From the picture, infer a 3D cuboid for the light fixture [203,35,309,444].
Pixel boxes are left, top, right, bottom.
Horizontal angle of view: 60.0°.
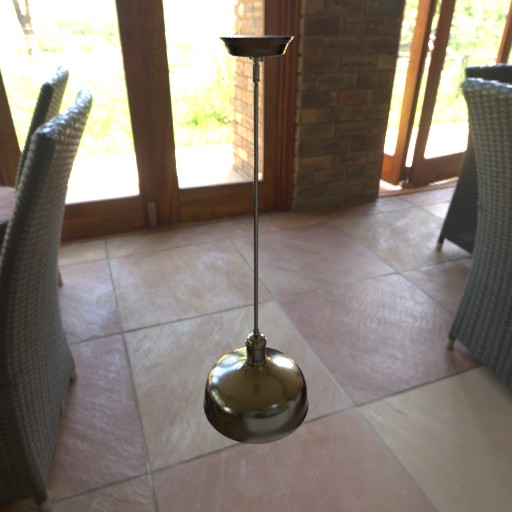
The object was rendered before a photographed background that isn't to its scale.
[{"bbox_3d":[0.000,0.000,1.053,0.299,0.935,0.299,-9,29,-16],"label":"light fixture"}]
